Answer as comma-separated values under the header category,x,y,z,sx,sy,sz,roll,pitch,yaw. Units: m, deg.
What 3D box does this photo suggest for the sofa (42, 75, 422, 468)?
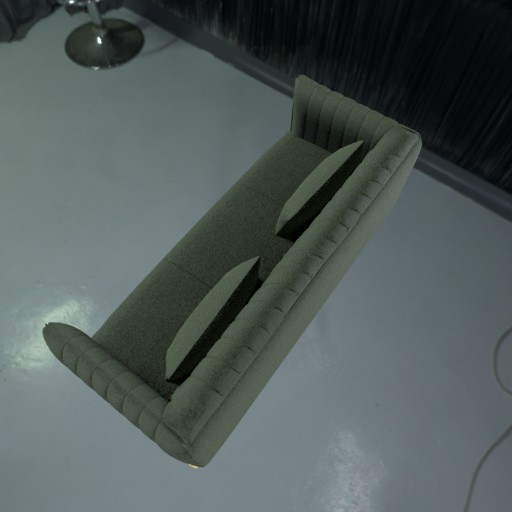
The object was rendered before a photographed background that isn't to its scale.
category,x,y,z,sx,sy,sz,roll,pitch,yaw
sofa,0.000,0.000,2.532,0.896,0.793,2.137,33,66,17
